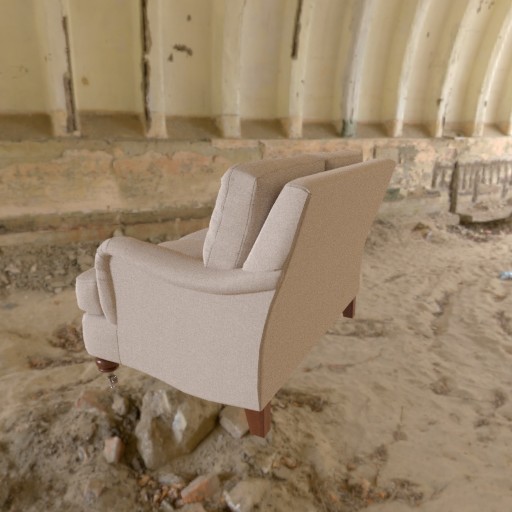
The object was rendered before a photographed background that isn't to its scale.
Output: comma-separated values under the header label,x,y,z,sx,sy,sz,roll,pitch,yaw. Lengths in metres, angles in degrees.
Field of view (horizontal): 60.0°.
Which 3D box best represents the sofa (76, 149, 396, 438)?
label,x,y,z,sx,sy,sz,roll,pitch,yaw
sofa,0.000,0.000,2.291,1.087,1.048,1.508,8,18,26
